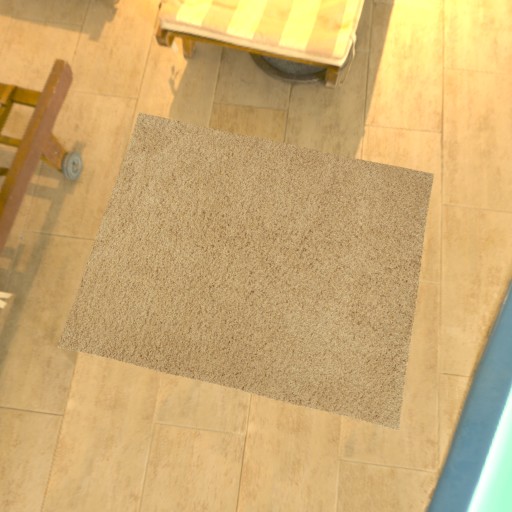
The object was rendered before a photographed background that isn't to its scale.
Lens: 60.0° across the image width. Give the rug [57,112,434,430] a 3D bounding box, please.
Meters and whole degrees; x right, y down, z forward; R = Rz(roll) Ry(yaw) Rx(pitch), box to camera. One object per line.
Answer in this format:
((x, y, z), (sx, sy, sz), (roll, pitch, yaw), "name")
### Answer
((0.000, 0.000, 4.096), (3.000, 0.025, 2.400), (13, 75, 4), "rug")
